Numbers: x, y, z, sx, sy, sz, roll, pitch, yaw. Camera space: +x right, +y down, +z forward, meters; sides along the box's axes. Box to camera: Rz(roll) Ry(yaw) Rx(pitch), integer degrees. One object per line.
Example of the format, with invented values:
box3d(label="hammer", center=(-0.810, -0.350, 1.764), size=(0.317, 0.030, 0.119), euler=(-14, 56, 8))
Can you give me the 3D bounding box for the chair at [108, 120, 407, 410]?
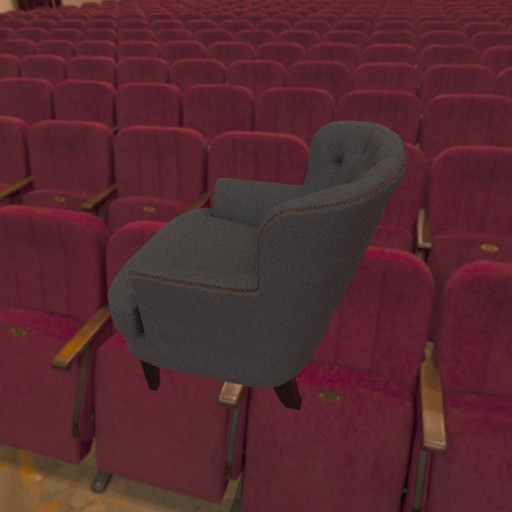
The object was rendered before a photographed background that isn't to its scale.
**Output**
box3d(label="chair", center=(0.000, 0.000, 1.589), size=(0.906, 0.868, 0.848), euler=(8, 31, 14))
